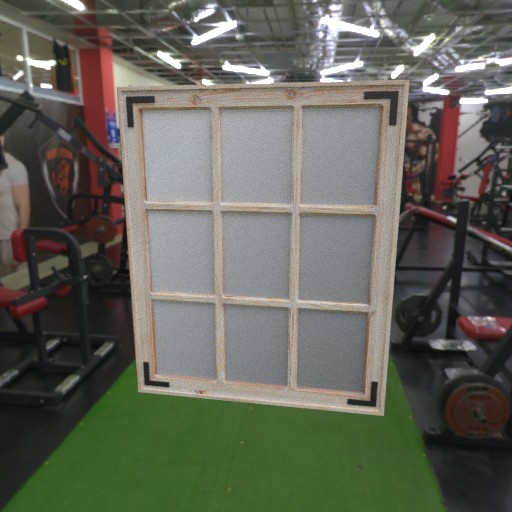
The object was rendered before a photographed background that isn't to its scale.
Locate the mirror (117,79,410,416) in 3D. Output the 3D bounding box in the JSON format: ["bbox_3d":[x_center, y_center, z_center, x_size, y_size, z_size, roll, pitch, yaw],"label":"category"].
[{"bbox_3d":[0.000,0.000,1.211,0.730,0.882,0.032,2,14,10],"label":"mirror"}]
